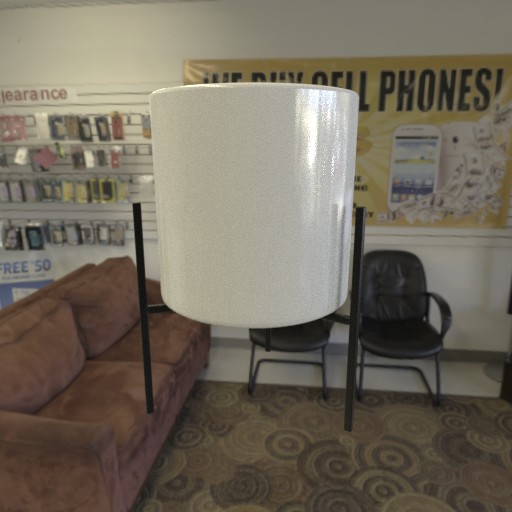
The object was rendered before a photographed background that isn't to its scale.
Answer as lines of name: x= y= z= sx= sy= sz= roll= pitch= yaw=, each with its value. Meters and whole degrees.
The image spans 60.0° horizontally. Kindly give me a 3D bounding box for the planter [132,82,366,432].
planter: x=0.000 y=0.000 z=0.524 sx=0.239 sy=0.356 sz=0.239 roll=2 pitch=14 yaw=10
